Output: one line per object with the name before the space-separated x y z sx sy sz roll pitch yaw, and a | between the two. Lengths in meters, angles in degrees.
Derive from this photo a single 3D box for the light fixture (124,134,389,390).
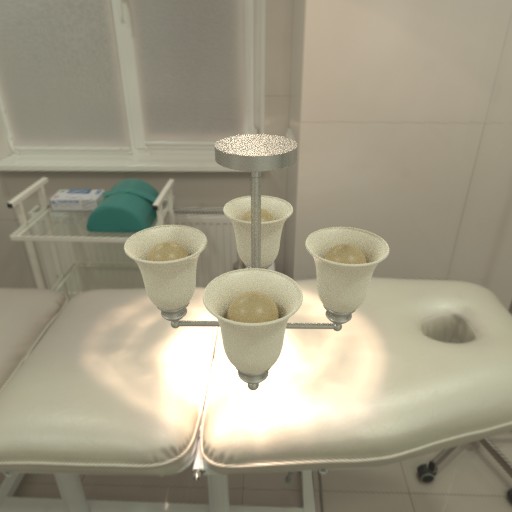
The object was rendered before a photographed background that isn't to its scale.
light fixture | 0.000 0.000 0.732 0.427 0.370 0.427 1 29 1
